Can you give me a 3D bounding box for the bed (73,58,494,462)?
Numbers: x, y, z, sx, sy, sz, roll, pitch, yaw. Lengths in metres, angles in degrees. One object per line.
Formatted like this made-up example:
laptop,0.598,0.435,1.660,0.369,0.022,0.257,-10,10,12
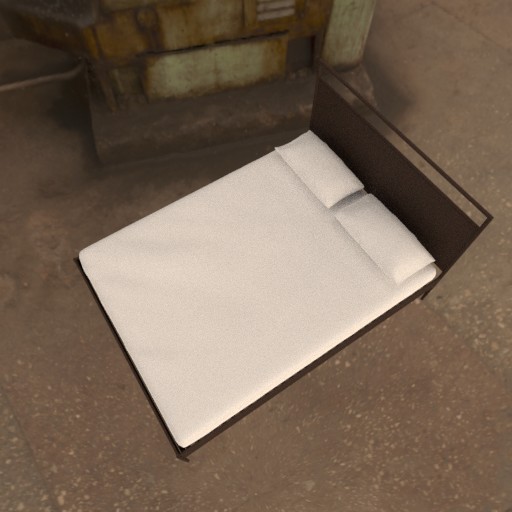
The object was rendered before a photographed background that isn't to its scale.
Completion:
bed,0.000,0.000,2.993,2.122,1.173,1.572,-30,66,-15
